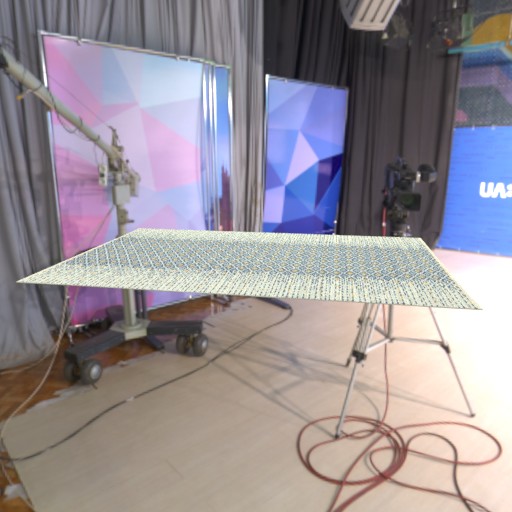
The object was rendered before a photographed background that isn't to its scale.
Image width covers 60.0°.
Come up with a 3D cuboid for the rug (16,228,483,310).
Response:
[{"bbox_3d":[0.000,0.000,2.283,1.828,0.005,1.219,3,15,10],"label":"rug"}]
